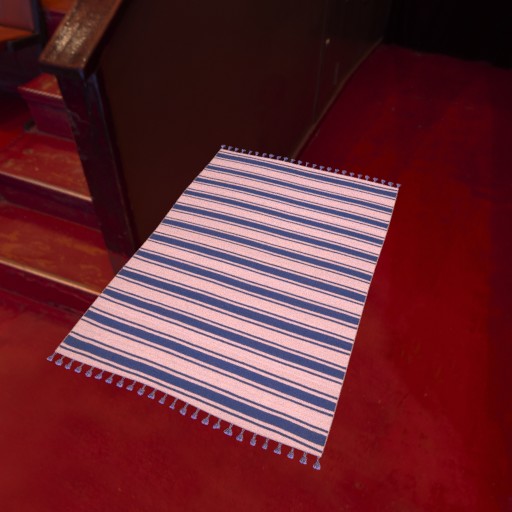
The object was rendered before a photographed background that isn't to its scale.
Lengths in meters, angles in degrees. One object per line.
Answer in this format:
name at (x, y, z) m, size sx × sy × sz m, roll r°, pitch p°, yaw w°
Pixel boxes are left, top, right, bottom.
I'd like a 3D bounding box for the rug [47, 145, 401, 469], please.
rug at (0.000, 0.000, 2.953) m, size 1.544 × 0.010 × 2.315 m, roll 16°, pitch 49°, yaw 15°
